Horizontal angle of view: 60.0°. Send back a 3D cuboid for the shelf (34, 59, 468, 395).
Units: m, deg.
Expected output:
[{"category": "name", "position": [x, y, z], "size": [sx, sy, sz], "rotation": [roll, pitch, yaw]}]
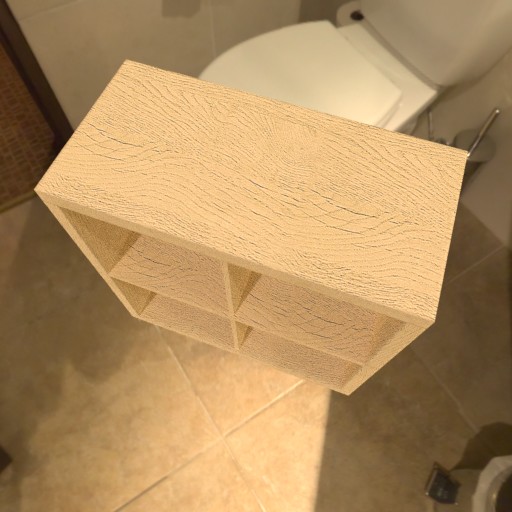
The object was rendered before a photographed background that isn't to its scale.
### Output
[{"category": "shelf", "position": [0.000, 0.000, 1.248], "size": [0.790, 0.786, 0.390], "rotation": [18, 65, 9]}]
